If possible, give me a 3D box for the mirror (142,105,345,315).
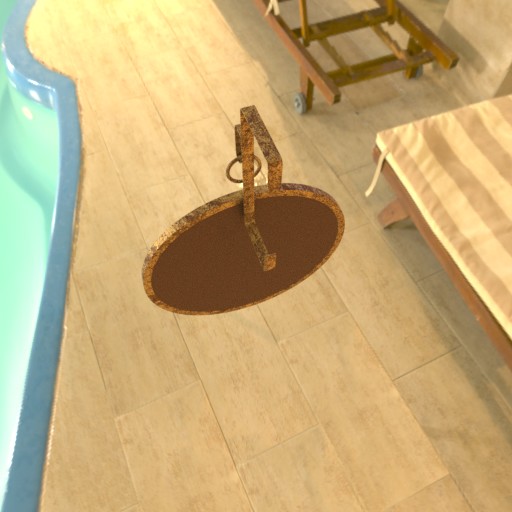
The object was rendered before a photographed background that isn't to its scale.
[{"bbox_3d":[0.000,0.000,0.841,0.447,0.651,0.144,-17,60,-10],"label":"mirror"}]
